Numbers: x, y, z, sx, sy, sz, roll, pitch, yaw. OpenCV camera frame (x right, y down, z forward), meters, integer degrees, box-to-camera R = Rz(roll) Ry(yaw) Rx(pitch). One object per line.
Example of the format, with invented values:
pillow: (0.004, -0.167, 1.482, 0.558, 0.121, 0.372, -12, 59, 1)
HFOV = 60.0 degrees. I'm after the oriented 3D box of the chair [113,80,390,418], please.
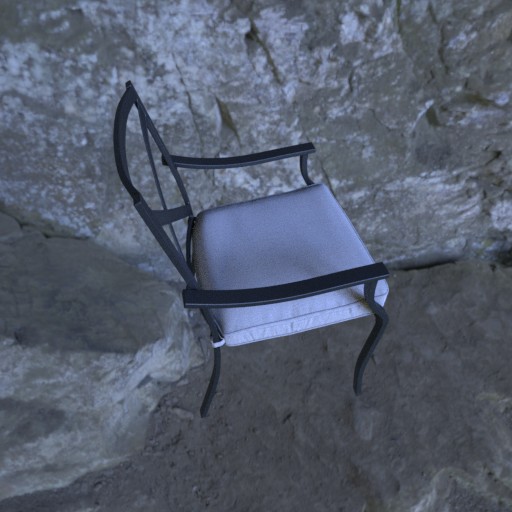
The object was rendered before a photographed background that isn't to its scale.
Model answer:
chair: (0.000, 0.000, 1.293, 0.620, 0.889, 0.575, -10, 47, -9)
